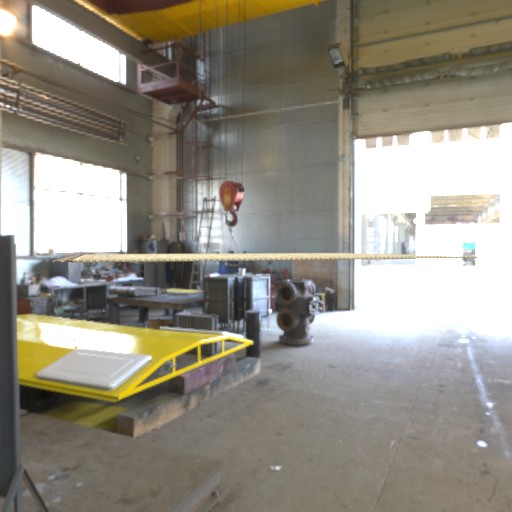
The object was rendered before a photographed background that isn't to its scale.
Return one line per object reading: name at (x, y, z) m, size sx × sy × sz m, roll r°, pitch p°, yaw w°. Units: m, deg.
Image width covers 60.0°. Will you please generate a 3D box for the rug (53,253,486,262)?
rug at (0.000, 0.000, 2.288) m, size 1.802 × 0.008 × 1.247 m, roll 0°, pitch 1°, yaw -19°
